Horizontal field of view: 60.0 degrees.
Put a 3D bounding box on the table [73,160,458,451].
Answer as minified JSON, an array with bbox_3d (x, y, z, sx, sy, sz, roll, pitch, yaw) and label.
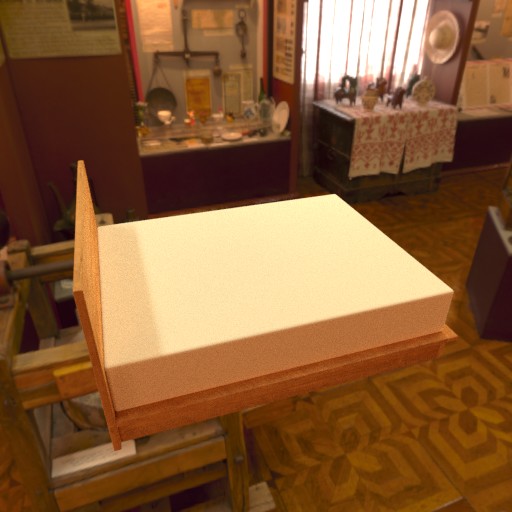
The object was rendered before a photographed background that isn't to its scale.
[{"bbox_3d":[0.000,0.000,3.067,2.149,1.041,1.707,-10,32,-16],"label":"table"}]
